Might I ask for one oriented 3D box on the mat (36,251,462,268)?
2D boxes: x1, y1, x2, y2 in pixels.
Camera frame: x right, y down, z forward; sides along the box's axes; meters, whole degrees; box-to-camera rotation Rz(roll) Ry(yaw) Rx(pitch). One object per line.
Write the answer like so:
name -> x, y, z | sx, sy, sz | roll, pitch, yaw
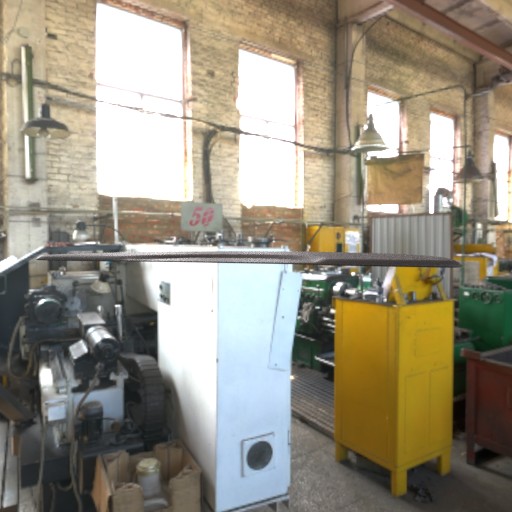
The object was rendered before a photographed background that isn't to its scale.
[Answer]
mat -> 0.000, 0.000, 1.897 | 1.525, 0.022, 0.917 | 1, 2, 19
